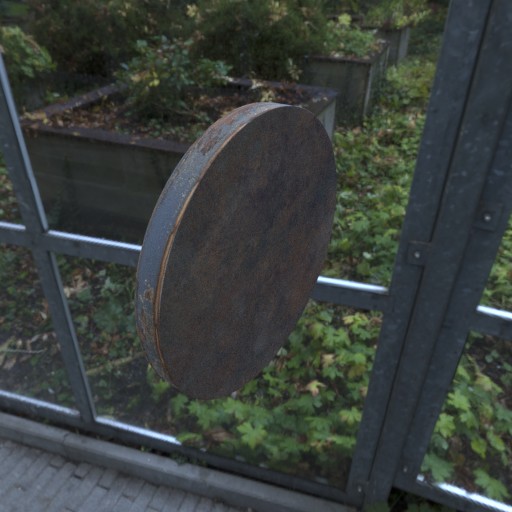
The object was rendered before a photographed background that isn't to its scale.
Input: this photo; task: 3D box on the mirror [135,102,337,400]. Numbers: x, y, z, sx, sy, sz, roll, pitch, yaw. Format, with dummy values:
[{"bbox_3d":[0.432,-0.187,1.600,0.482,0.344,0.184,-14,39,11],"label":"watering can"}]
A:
[{"bbox_3d":[0.000,0.000,0.890,0.061,0.585,0.585,21,38,29],"label":"mirror"}]
